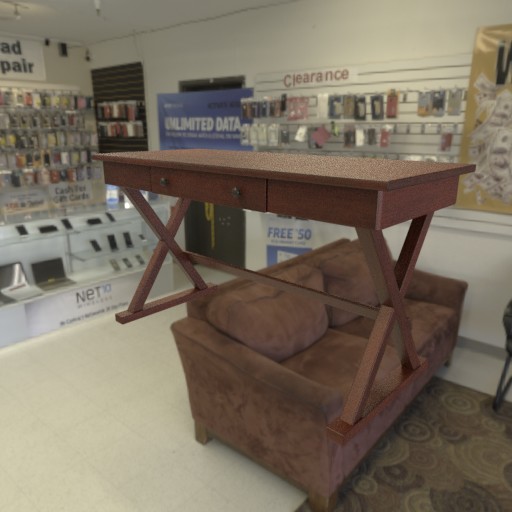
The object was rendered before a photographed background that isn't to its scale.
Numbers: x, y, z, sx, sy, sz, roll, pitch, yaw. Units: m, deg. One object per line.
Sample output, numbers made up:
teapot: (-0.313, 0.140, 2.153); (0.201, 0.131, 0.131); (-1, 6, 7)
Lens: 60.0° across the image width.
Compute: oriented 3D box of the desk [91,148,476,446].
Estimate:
desk: (0.000, 0.000, 1.765); (1.372, 0.761, 0.600); (15, 22, 41)
